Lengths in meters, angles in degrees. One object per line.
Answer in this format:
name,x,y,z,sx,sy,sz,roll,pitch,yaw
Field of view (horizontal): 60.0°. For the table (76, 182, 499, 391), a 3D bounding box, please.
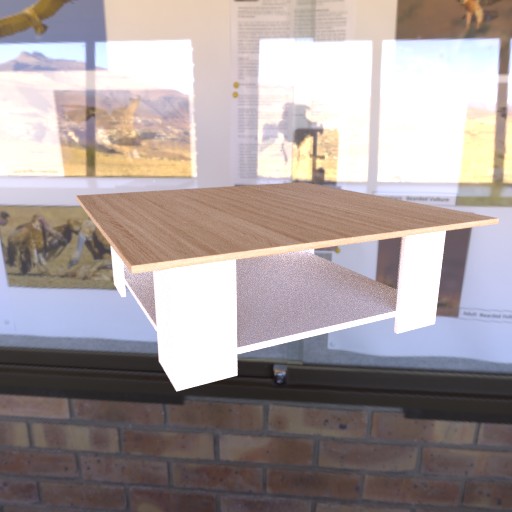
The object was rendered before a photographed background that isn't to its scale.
table,0.000,0.000,1.320,0.890,0.305,0.890,-8,18,-26
